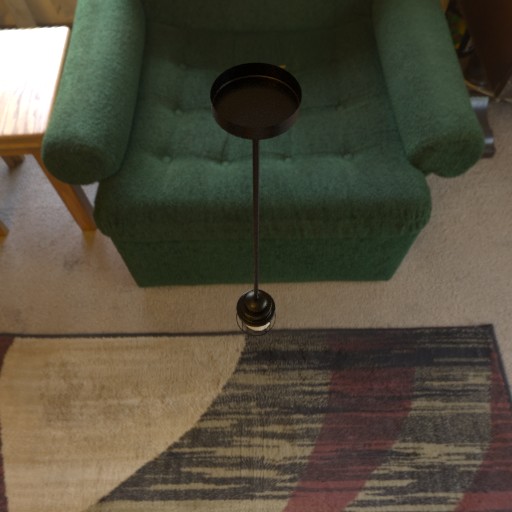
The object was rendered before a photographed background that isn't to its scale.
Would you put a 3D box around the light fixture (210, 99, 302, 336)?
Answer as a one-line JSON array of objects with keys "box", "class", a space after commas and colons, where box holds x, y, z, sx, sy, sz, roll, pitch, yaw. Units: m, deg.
[{"box": [0.000, 0.000, 0.999, 0.123, 0.920, 0.123, -17, 63, -9], "class": "light fixture"}]
